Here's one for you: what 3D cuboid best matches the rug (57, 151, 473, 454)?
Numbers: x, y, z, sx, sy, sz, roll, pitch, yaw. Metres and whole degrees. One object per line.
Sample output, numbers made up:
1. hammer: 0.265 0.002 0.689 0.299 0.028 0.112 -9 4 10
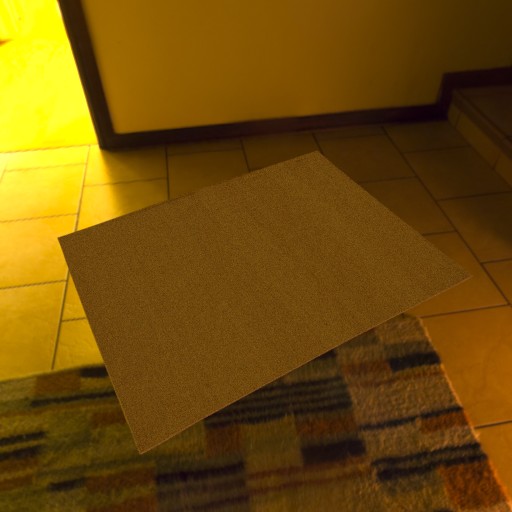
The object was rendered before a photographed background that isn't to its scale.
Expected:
1. rug: 0.000 0.000 4.245 3.202 0.045 2.434 -22 50 -20
